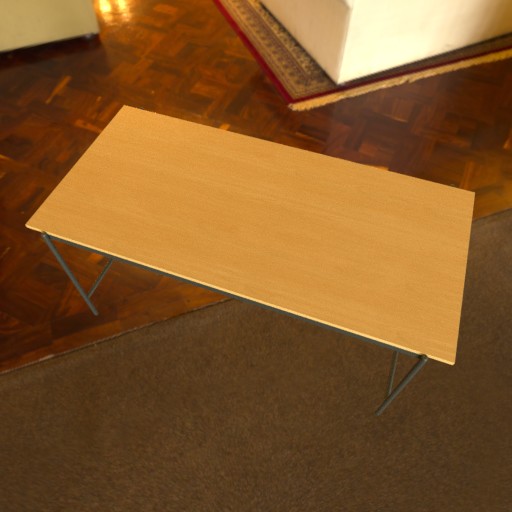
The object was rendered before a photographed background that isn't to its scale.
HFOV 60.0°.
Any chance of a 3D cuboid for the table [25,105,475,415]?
[{"bbox_3d":[0.000,0.000,2.270,1.800,0.758,0.900,17,58,11],"label":"table"}]
